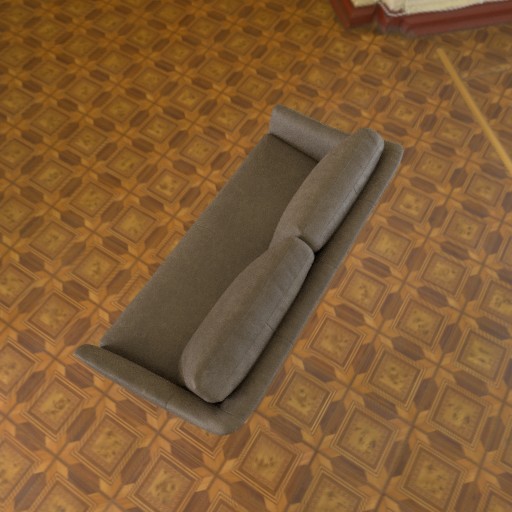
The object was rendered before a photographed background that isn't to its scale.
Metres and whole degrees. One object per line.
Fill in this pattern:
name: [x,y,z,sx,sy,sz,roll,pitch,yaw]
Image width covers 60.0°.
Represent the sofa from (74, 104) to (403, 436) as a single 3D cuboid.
sofa: [0.000,0.000,2.630,0.960,0.902,2.036,29,66,14]
